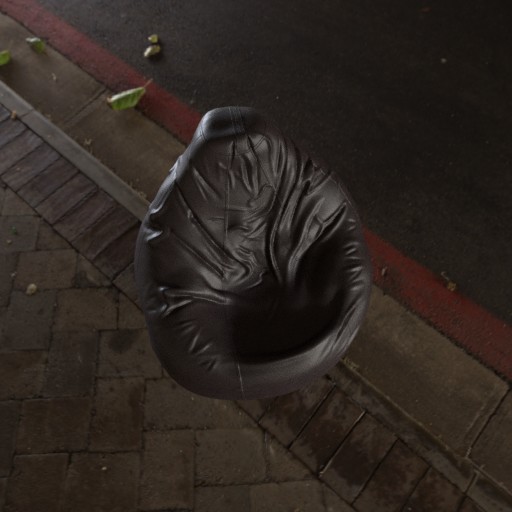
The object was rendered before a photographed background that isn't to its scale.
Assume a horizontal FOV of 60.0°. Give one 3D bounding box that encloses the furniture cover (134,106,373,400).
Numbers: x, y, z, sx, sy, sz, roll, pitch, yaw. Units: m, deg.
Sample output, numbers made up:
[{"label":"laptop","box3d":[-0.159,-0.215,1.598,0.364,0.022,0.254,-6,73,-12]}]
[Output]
[{"label":"furniture cover","box3d":[0.000,0.000,1.916,1.070,0.990,1.070,-14,64,-7]}]
